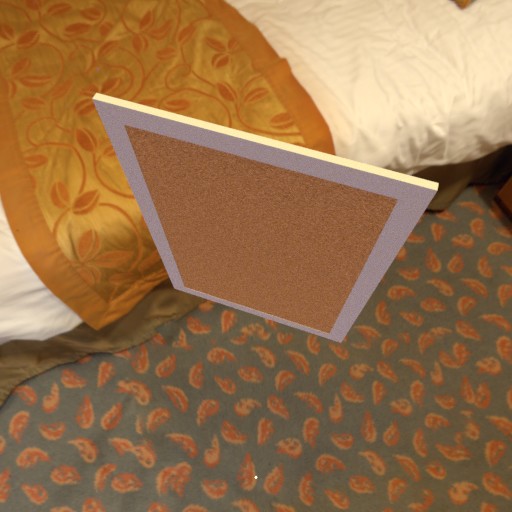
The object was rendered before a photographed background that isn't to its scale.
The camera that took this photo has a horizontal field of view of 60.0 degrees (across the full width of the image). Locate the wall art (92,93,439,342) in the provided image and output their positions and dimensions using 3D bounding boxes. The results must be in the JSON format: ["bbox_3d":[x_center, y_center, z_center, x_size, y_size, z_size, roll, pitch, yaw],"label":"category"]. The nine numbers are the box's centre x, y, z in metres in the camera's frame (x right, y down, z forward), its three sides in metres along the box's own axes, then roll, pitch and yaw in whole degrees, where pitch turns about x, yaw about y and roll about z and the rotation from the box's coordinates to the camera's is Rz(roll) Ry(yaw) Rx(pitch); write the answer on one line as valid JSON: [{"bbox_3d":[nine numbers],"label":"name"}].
[{"bbox_3d":[0.000,0.000,0.849,0.454,0.659,0.011,17,65,8],"label":"wall art"}]
